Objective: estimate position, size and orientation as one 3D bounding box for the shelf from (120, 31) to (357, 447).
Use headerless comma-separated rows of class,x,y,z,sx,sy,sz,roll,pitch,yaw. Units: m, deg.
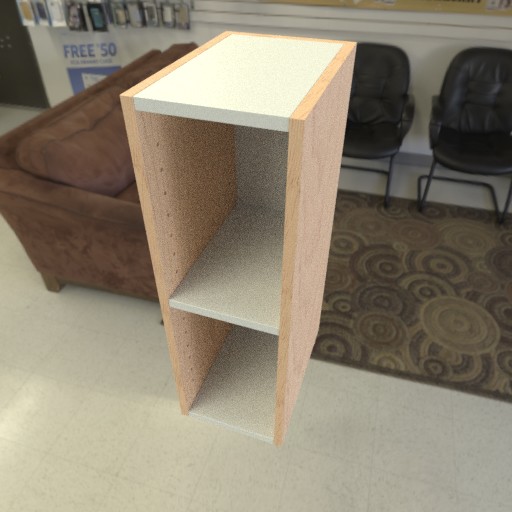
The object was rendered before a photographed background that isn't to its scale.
shelf,0.000,0.000,0.728,0.200,0.600,0.290,12,41,15
